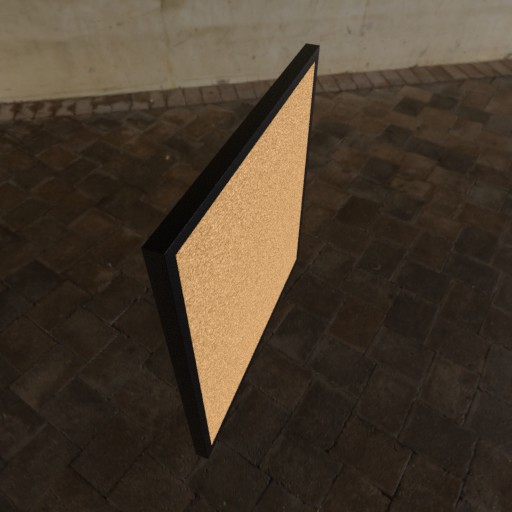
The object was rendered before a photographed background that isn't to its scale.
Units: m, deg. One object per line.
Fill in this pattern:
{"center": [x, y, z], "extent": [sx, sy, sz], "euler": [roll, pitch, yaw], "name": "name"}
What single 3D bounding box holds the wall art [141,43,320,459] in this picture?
{"center": [0.000, 0.000, 1.108], "extent": [0.036, 0.755, 0.756], "euler": [16, 48, 15], "name": "wall art"}
